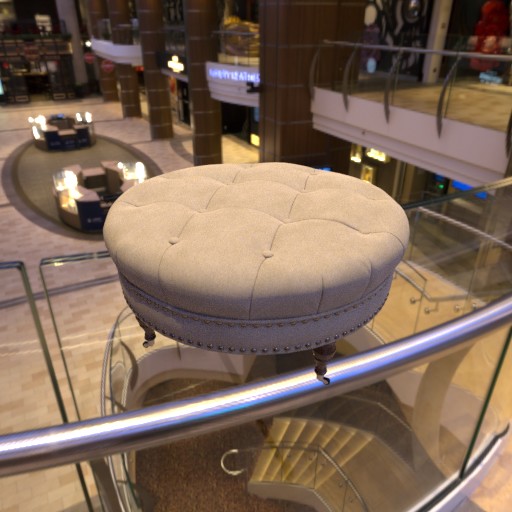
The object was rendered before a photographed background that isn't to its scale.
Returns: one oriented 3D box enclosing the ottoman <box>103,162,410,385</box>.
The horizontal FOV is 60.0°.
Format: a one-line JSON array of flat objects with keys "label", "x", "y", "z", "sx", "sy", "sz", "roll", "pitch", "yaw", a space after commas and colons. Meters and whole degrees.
[{"label": "ottoman", "x": 0.000, "y": 0.000, "z": 1.428, "sx": 0.901, "sy": 0.439, "sz": 0.901, "roll": 0, "pitch": 28, "yaw": 0}]
